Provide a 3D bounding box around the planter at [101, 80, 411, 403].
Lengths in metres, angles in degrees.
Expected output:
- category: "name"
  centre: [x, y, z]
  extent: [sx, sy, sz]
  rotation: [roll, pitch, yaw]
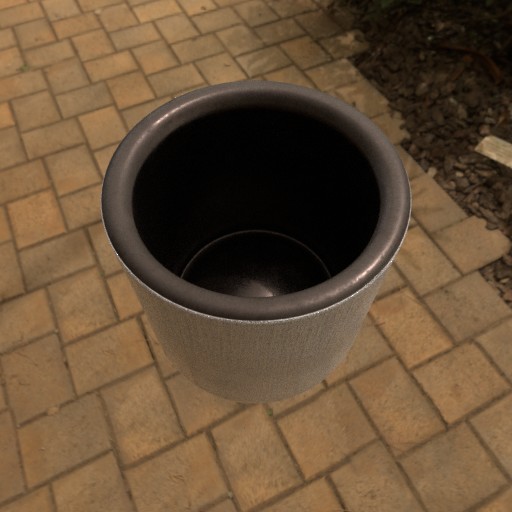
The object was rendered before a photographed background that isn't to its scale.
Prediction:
- category: "planter"
  centre: [0.000, 0.000, 0.292]
  extent: [0.160, 0.156, 0.160]
  rotation: [0, 59, 0]
